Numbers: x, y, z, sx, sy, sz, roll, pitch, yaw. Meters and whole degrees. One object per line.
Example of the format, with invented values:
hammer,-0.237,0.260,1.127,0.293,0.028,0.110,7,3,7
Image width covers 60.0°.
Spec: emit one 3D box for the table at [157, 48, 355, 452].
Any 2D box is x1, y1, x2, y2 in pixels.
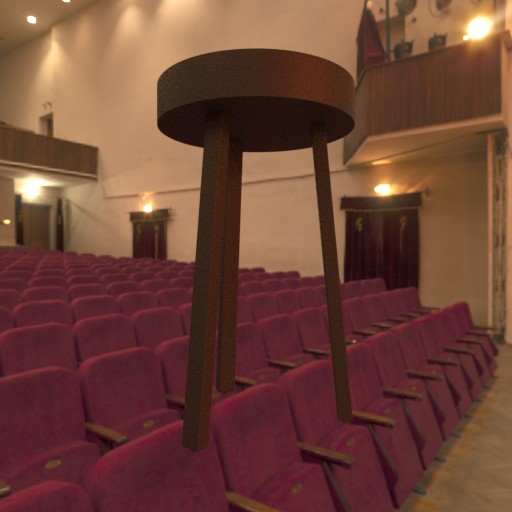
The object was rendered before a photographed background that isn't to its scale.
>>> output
table,0.000,0.000,0.934,0.406,0.686,0.406,0,0,36
